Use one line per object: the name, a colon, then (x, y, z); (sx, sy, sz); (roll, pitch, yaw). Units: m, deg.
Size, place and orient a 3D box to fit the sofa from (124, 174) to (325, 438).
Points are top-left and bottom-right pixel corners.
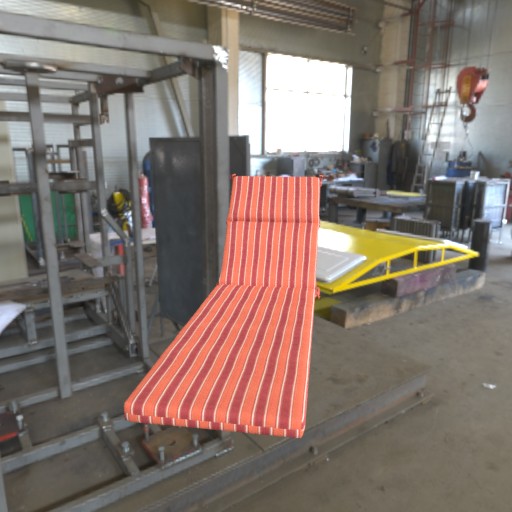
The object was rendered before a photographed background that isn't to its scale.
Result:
sofa: (0.000, 0.000, 1.955); (0.582, 0.622, 1.663); (2, 14, 9)
